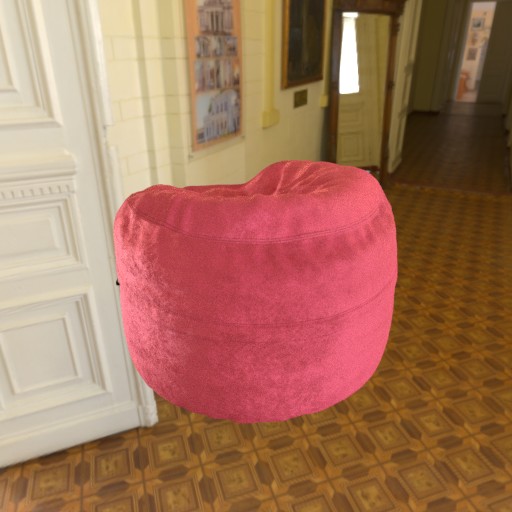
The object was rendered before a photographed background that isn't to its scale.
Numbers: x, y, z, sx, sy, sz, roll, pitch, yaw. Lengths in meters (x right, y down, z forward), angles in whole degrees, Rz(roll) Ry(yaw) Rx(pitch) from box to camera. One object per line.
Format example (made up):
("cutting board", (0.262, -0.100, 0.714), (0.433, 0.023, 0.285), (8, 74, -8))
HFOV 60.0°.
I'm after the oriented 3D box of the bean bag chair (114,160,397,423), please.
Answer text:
("bean bag chair", (0.000, 0.000, 1.961), (1.218, 0.788, 1.218), (0, 26, 0))
